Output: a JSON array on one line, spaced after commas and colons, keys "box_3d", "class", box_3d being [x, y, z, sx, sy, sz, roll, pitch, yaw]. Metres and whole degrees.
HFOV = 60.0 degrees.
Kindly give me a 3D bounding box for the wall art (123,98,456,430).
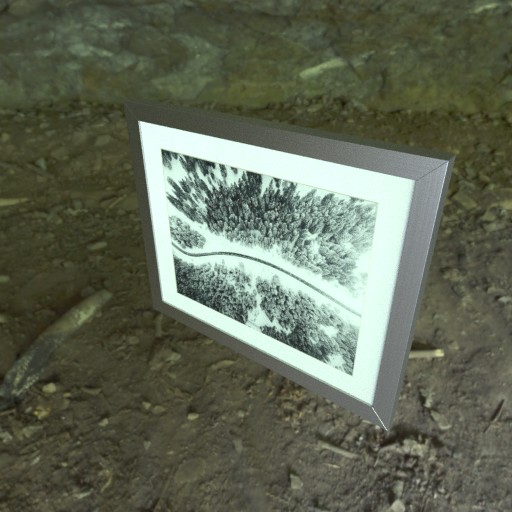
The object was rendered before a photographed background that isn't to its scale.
[{"box_3d": [0.000, 0.000, 0.765, 0.557, 0.456, 0.032, 20, 36, 31], "class": "wall art"}]
